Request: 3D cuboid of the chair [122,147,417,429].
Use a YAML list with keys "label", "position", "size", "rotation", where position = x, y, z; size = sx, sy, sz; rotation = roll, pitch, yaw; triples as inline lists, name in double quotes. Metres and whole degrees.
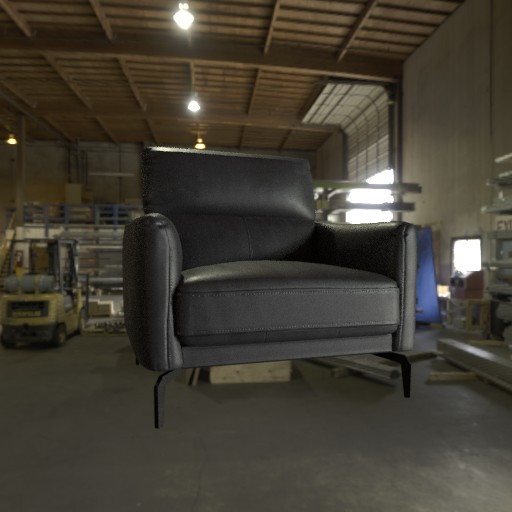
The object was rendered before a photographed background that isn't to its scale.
- label: "chair"
  position: [0.000, 0.000, 1.705]
  size: [0.976, 0.949, 0.809]
  rotation: [0, 0, -19]
